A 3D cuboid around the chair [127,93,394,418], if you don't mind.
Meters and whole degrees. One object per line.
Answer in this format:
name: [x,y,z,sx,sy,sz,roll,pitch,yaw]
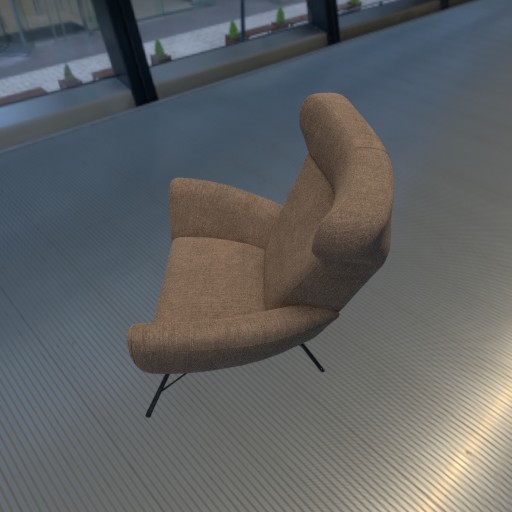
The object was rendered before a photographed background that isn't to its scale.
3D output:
chair: [0.000,0.000,1.775,0.900,1.040,0.980,0,42,1]
